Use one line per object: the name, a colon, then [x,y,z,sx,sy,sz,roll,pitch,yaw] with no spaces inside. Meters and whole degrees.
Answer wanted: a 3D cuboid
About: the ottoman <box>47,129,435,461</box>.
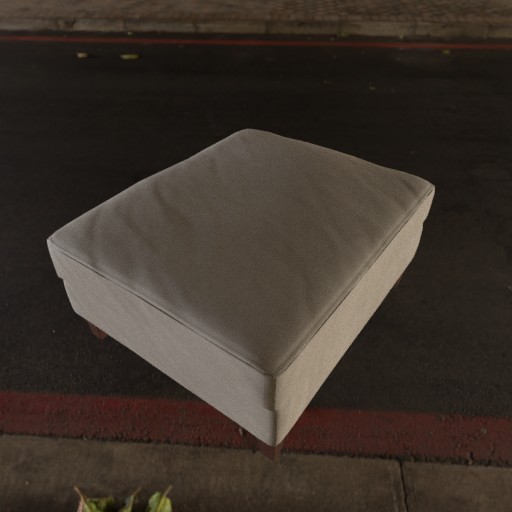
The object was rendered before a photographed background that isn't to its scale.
ottoman: [0.000,0.000,1.511,0.836,0.492,1.002,25,45,27]
